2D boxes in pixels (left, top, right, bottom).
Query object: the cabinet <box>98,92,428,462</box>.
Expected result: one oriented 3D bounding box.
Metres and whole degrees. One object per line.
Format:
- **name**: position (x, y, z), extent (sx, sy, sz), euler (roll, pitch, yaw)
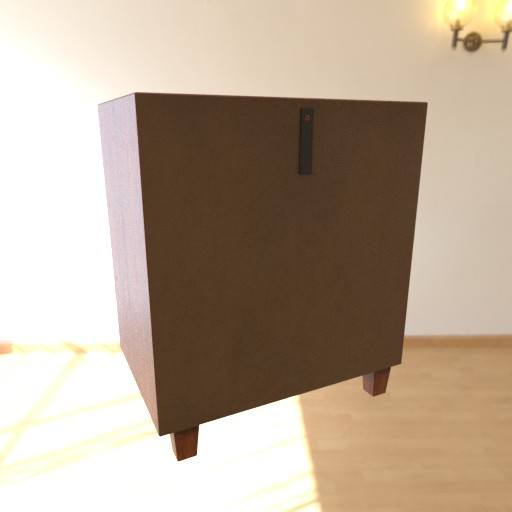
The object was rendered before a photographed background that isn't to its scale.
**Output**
- **cabinet**: position (0.000, 0.000, 1.065), extent (0.607, 0.695, 0.410), euler (-8, 18, -25)
